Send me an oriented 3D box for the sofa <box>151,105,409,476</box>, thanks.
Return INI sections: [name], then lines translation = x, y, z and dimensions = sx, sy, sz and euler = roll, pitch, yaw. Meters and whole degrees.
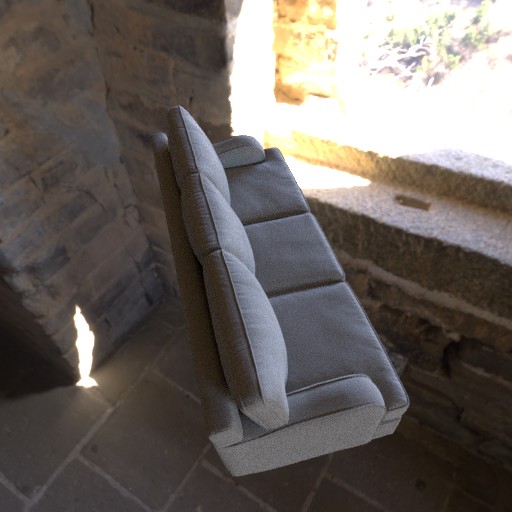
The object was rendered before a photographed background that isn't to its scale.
[sofa]
translation = 0.000, 0.000, 2.824
dimensions = 1.016, 0.997, 2.323
euler = -11, 49, -10
